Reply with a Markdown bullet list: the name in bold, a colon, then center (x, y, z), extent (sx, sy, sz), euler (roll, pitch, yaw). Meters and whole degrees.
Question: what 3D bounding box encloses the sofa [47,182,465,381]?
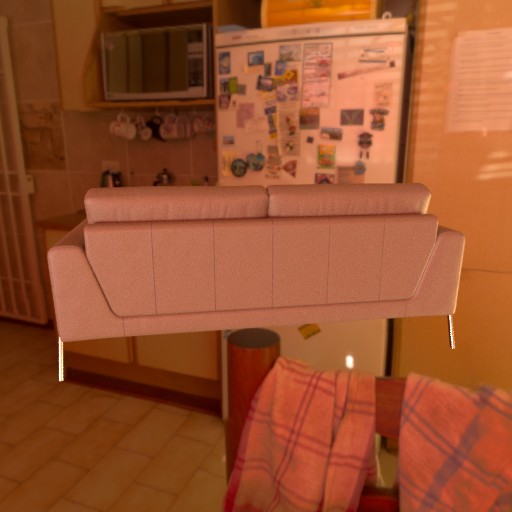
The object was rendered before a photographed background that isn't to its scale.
- **sofa**: center (0.000, 0.000, 2.557), extent (2.017, 0.875, 0.953), euler (-2, 15, -9)
